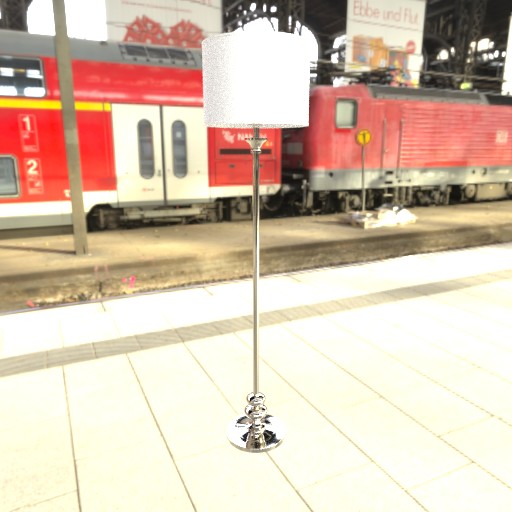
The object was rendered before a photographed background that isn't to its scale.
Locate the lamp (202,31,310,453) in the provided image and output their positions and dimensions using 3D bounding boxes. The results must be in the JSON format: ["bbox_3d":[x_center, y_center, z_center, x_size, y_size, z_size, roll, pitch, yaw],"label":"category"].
[{"bbox_3d":[0.000,0.000,1.632,0.356,1.487,0.356,-7,15,-27],"label":"lamp"}]
